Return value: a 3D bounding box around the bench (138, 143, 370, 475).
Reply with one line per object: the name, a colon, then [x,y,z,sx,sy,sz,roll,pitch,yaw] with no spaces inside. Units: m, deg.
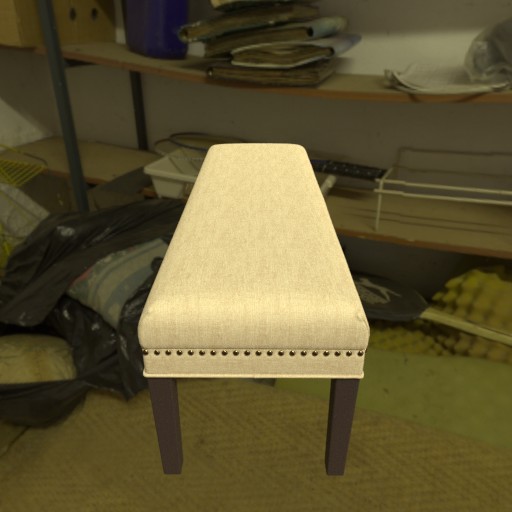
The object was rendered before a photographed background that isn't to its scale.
bench: [0.000,0.000,1.385,0.410,0.457,1.219,0,28,0]
